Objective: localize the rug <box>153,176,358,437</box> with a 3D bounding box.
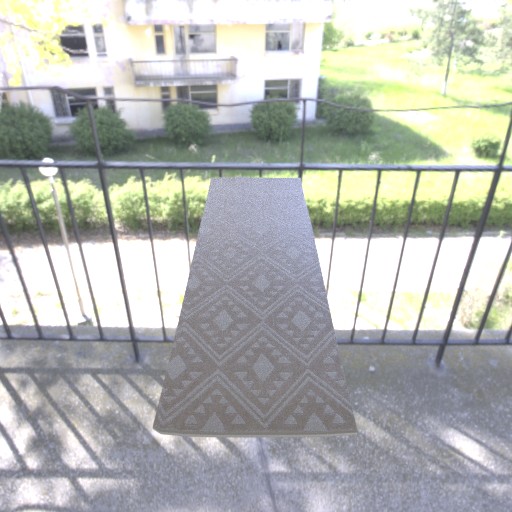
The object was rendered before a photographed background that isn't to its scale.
[{"bbox_3d":[0.000,0.000,2.644,0.752,0.051,2.452,0,32,0],"label":"rug"}]
